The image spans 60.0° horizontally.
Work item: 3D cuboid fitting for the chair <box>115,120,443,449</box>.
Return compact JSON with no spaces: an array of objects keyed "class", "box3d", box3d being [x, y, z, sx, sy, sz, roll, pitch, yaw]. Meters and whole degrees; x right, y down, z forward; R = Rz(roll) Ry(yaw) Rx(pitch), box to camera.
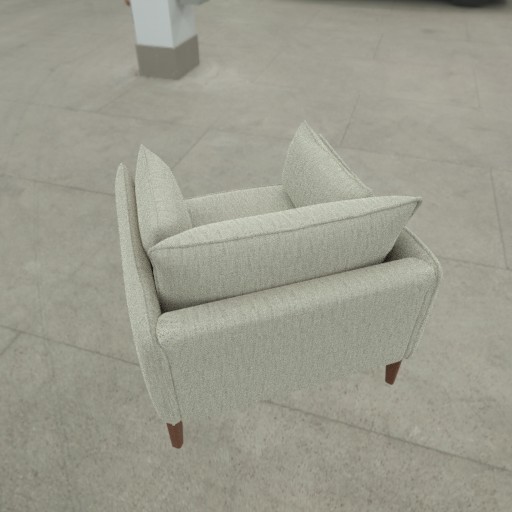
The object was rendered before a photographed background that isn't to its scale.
[{"class":"chair","box3d":[0.000,0.000,1.741,0.994,0.855,0.991,-12,42,-13]}]
